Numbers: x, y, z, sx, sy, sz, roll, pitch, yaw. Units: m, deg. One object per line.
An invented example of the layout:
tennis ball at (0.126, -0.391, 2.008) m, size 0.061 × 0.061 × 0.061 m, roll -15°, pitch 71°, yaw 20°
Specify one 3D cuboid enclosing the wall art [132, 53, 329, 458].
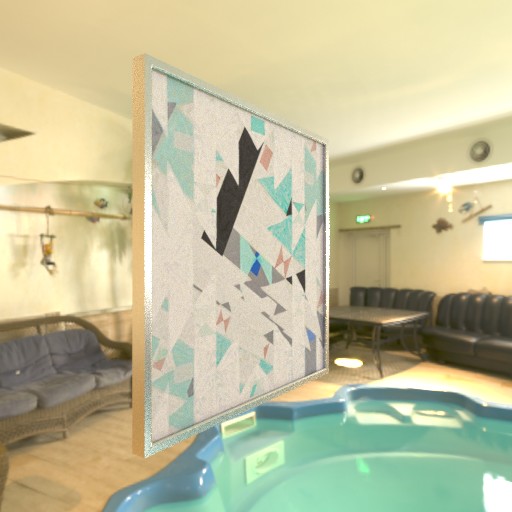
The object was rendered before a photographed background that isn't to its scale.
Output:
wall art at (0.000, 0.000, 1.220) m, size 0.038 × 0.806 × 0.806 m, roll 0°, pitch 0°, yaw 36°
